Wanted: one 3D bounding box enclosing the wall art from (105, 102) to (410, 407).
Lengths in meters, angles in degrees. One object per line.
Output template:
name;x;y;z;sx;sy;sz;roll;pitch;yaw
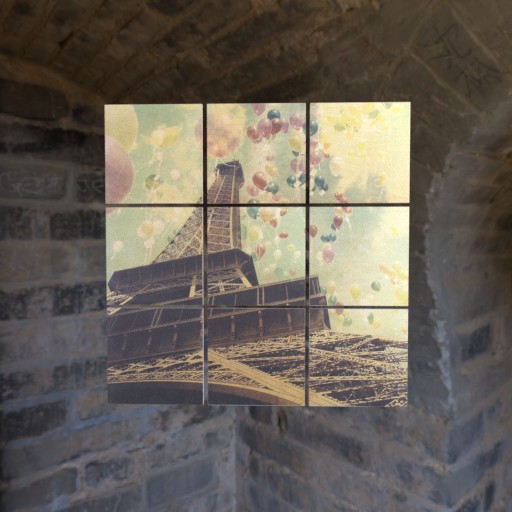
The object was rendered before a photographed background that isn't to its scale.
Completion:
wall art;0.000;0.000;1.792;1.219;1.218;0.013;0;2;2
